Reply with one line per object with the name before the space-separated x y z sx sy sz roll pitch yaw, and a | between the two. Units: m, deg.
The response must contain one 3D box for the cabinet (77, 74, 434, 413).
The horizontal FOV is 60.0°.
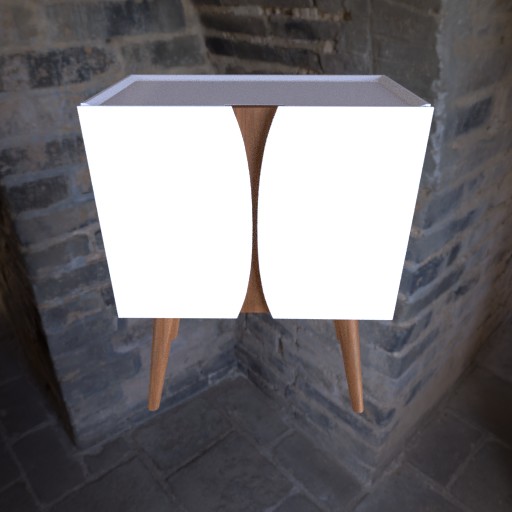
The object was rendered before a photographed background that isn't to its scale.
cabinet | 0.000 0.000 1.072 0.591 0.772 0.344 0 30 1
